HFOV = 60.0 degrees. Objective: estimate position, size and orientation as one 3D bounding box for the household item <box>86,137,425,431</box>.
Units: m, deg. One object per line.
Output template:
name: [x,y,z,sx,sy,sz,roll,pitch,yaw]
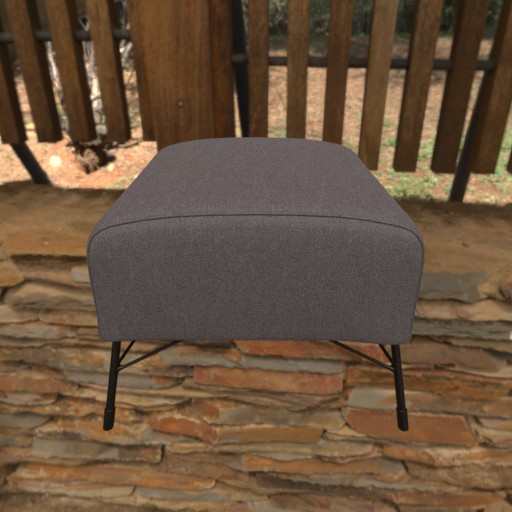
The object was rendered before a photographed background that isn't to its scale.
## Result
household item: [0.000,0.000,0.908,0.530,0.410,0.530,0,26,0]
